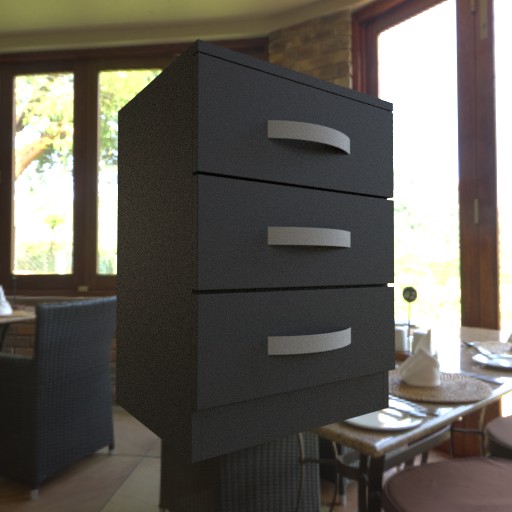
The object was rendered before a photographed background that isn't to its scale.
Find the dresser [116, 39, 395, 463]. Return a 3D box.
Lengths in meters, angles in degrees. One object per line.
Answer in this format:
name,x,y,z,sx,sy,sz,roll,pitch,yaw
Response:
dresser,0.000,0.000,0.817,0.400,0.560,0.360,1,-2,-35
